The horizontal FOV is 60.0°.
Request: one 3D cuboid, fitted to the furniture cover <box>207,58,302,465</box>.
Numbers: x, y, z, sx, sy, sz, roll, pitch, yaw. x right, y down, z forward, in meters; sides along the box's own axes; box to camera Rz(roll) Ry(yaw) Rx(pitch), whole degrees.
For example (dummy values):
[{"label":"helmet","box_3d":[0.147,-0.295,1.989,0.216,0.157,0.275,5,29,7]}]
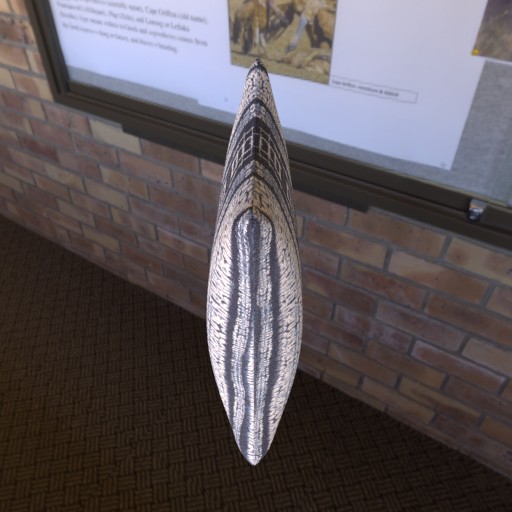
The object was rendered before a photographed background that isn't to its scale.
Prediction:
[{"label":"furniture cover","box_3d":[0.000,0.000,0.656,0.133,0.435,0.425,1,41,1]}]
